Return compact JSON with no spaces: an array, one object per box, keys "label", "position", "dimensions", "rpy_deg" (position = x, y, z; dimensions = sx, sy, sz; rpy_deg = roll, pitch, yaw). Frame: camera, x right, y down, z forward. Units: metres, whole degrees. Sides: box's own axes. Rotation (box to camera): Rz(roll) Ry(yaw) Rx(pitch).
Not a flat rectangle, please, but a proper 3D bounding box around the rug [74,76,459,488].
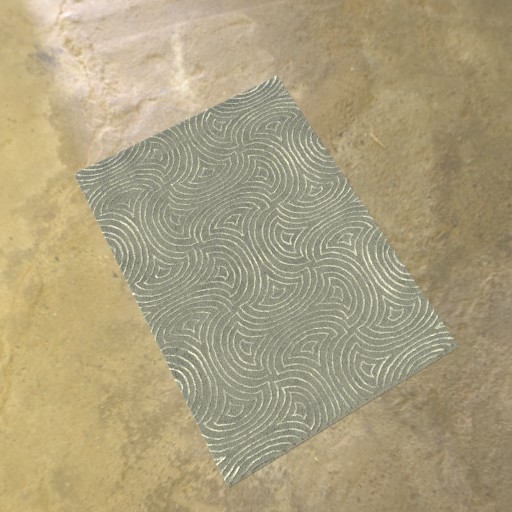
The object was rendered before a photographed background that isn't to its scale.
[{"label":"rug","position":[0.000,0.000,2.761],"dimensions":[1.543,0.015,2.144],"rpy_deg":[-28,76,-8]}]
